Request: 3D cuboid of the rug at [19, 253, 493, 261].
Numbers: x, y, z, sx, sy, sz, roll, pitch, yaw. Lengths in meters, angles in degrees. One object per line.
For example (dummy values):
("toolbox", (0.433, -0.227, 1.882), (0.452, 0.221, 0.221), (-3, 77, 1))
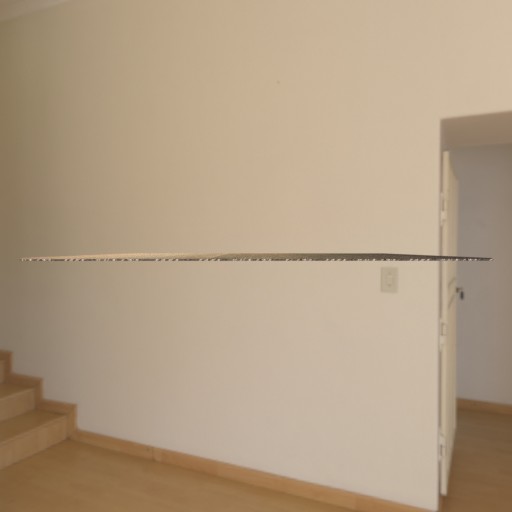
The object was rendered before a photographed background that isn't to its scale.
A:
("rug", (0.000, 0.000, 3.836), (2.902, 0.017, 2.306), (0, 1, 0))
